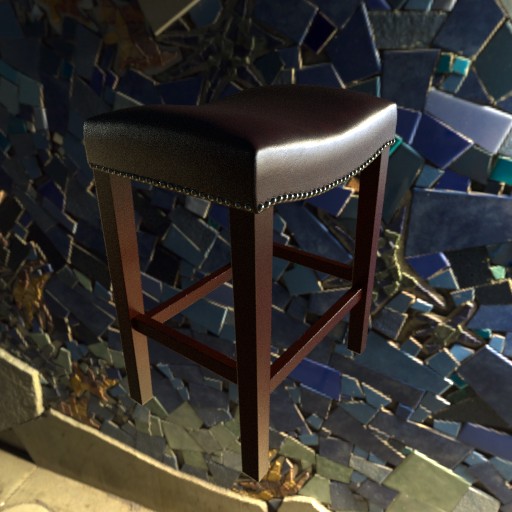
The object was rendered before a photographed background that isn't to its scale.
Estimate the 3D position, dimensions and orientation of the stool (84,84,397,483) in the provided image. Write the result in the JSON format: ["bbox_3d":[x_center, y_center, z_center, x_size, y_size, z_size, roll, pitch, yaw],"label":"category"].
[{"bbox_3d":[0.000,0.000,0.957,0.372,0.657,0.504,19,33,32],"label":"stool"}]
